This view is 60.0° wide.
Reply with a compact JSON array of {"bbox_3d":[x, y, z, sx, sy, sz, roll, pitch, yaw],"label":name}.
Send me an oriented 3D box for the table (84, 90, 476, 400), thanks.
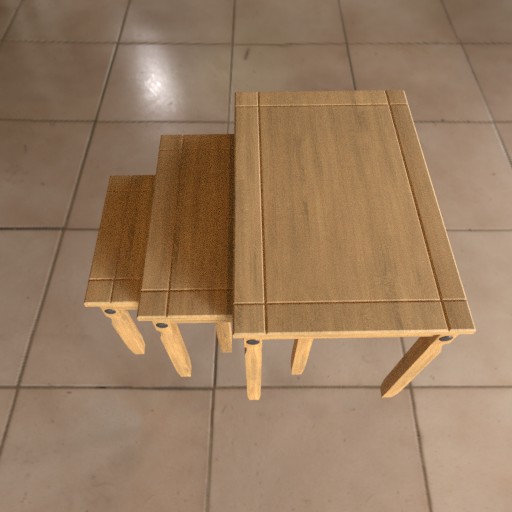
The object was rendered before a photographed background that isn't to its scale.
[{"bbox_3d":[0.000,0.000,1.186,0.773,0.535,0.660,-1,58,-1],"label":"table"}]
